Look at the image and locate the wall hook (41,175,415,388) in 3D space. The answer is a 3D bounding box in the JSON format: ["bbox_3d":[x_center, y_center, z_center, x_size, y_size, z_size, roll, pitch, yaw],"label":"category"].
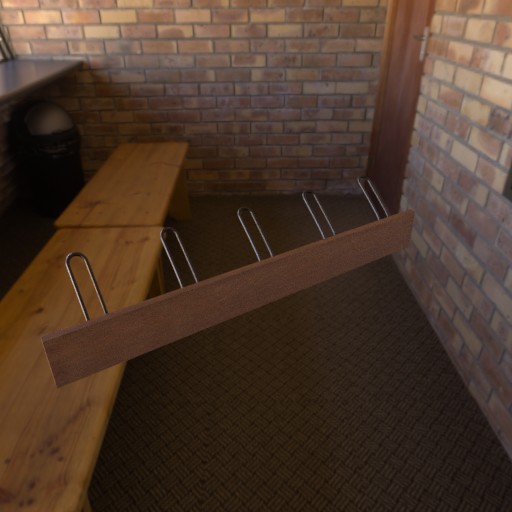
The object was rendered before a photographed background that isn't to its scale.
[{"bbox_3d":[0.000,0.000,0.600,0.554,0.116,0.076,-19,35,-29],"label":"wall hook"}]
